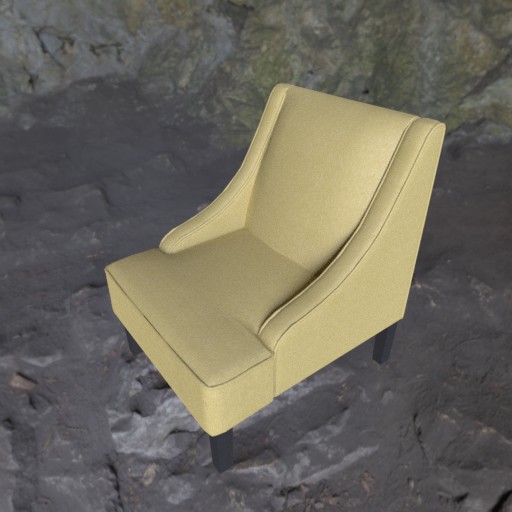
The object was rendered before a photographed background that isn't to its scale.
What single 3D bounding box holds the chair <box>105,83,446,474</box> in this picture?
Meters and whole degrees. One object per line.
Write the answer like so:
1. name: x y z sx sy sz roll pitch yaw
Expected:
1. chair: 0.000 0.000 1.457 0.814 0.896 0.696 -22 38 -31
